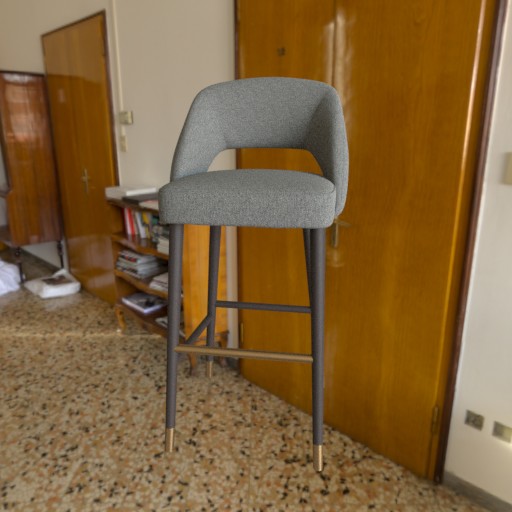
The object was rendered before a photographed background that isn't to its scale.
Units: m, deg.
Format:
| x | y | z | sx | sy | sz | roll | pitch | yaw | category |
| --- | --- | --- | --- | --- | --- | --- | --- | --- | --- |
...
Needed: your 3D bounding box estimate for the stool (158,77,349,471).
| x | y | z | sx | sy | sz | roll | pitch | yaw | category |
| --- | --- | --- | --- | --- | --- | --- | --- | --- | --- |
| 0.000 | 0.000 | 1.378 | 0.536 | 1.089 | 0.524 | 3 | 16 | 9 | stool |
